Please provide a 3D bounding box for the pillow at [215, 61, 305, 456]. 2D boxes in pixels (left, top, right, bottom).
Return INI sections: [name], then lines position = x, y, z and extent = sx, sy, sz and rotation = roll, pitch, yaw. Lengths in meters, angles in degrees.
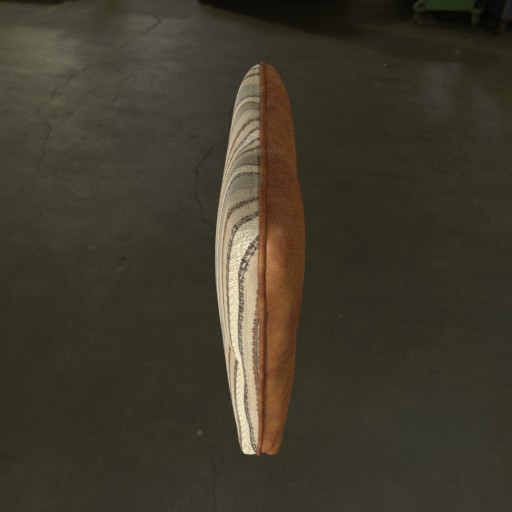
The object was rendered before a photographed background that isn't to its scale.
[pillow]
position = 0.000, 0.000, 0.740
extent = 0.130, 0.490, 0.489
rotation = 0, 42, 0
